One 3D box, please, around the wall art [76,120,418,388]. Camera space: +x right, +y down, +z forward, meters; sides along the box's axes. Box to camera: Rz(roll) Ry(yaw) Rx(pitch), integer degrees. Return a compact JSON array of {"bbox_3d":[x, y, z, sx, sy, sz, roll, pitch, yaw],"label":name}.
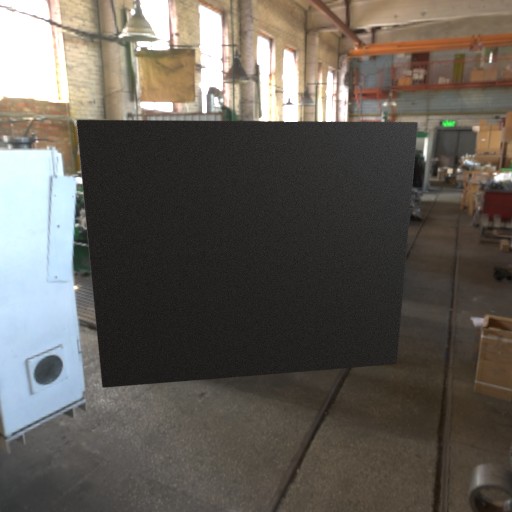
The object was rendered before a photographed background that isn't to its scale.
[{"bbox_3d":[0.000,0.000,0.785,0.558,0.457,0.031,-2,15,-9],"label":"wall art"}]
